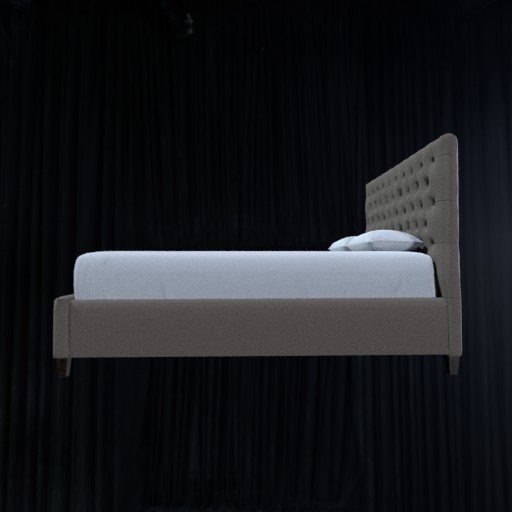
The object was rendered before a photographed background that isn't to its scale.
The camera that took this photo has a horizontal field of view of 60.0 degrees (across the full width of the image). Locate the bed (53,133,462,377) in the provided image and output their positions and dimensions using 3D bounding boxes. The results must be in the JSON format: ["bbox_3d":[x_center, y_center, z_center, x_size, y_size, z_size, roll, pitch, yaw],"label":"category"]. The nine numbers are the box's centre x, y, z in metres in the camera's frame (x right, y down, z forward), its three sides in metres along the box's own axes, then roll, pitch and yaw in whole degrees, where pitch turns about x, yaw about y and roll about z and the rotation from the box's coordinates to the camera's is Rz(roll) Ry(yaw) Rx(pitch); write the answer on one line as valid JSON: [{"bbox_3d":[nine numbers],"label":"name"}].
[{"bbox_3d":[0.000,0.000,3.409,2.387,1.427,1.698,0,-1,-1],"label":"bed"}]
